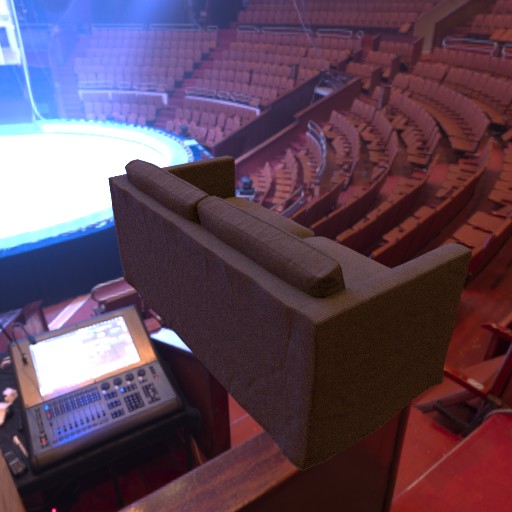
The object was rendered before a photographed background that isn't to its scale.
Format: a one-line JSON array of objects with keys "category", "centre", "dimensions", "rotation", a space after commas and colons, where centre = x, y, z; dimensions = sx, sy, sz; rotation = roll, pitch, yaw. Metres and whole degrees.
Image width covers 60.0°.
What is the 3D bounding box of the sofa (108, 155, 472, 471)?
[{"category": "sofa", "centre": [0.000, 0.000, 2.487], "dimensions": [0.953, 0.855, 1.982], "rotation": [-18, 33, -31]}]
